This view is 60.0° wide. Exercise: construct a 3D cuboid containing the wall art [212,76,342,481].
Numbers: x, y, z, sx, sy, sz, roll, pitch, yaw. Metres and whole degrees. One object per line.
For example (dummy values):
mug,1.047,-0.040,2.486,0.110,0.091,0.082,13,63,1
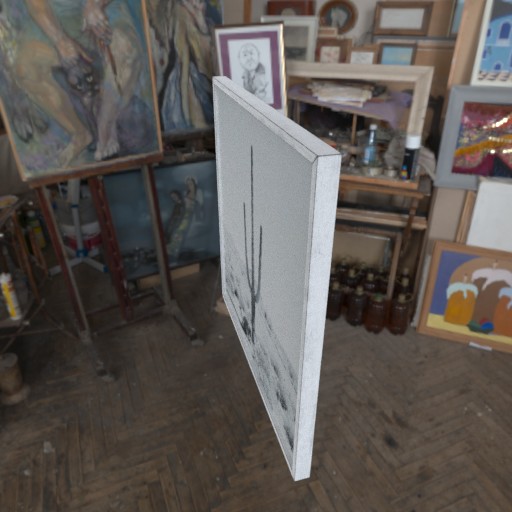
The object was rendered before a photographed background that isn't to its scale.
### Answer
wall art,0.000,0.000,1.142,0.038,0.762,0.762,-8,31,-14
